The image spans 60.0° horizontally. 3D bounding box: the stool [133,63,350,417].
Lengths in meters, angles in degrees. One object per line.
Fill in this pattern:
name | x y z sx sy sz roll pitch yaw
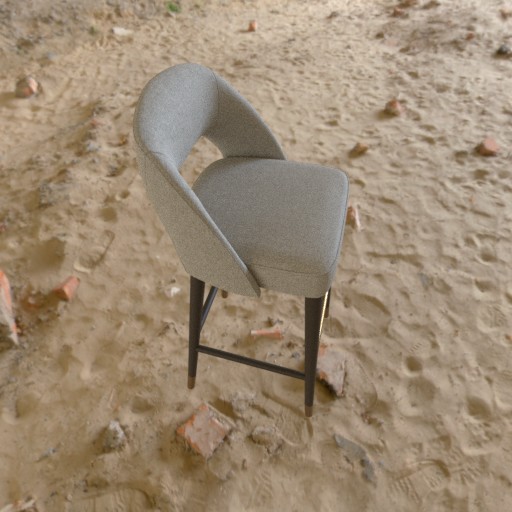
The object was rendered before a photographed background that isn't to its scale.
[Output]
stool | 0.000 0.000 1.342 0.509 1.037 0.494 10 48 9
